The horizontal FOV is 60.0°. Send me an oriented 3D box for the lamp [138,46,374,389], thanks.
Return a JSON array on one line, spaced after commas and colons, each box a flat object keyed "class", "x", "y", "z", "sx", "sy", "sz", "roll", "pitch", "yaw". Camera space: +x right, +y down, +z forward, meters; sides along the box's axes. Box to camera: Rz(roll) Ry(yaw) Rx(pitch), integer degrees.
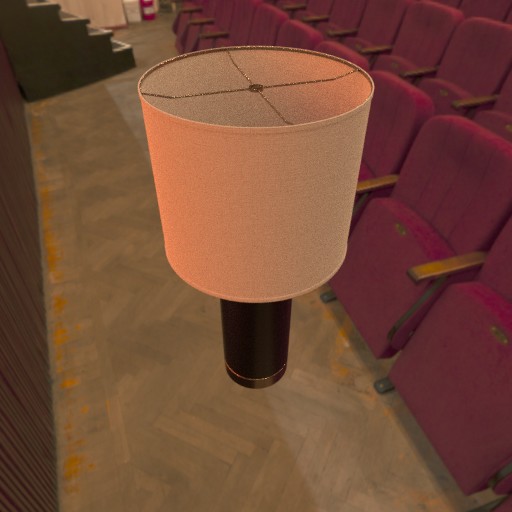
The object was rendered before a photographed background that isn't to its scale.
[{"class": "lamp", "x": 0.000, "y": 0.000, "z": 0.615, "sx": 0.241, "sy": 0.482, "sz": 0.240, "roll": -12, "pitch": 42, "yaw": -13}]
